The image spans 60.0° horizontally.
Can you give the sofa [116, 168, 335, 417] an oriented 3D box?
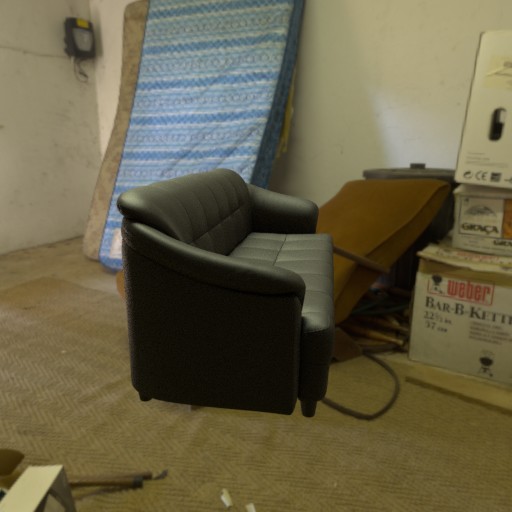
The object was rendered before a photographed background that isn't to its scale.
[{"bbox_3d":[0.000,0.000,2.291,0.800,0.811,1.829,2,15,9],"label":"sofa"}]
